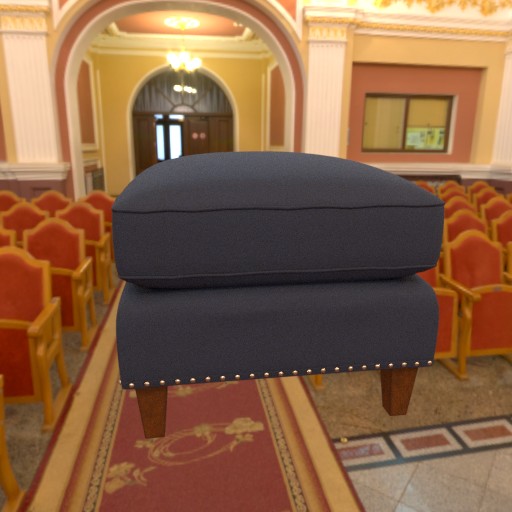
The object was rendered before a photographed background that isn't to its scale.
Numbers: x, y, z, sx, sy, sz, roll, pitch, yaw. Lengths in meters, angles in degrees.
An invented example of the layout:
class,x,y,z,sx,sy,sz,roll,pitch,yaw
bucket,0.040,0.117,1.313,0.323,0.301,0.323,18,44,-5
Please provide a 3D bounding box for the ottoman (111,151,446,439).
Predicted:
class,x,y,z,sx,sy,sz,roll,pitch,yaw
ottoman,0.000,0.000,1.115,0.584,0.513,0.741,-2,14,-8
